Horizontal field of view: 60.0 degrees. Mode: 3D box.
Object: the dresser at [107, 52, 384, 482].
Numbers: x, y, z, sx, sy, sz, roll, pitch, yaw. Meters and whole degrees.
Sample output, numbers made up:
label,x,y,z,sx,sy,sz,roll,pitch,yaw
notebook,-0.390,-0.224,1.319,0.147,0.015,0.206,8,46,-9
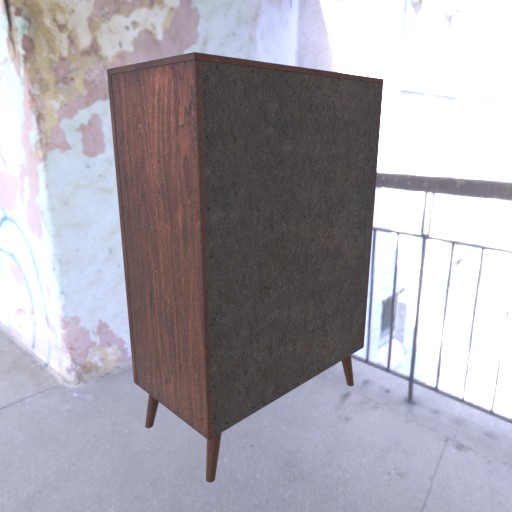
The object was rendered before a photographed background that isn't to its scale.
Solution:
label,x,y,z,sx,sy,sz,roll,pitch,yaw
dresser,0.000,0.000,1.793,0.919,1.365,0.498,-15,22,-42
